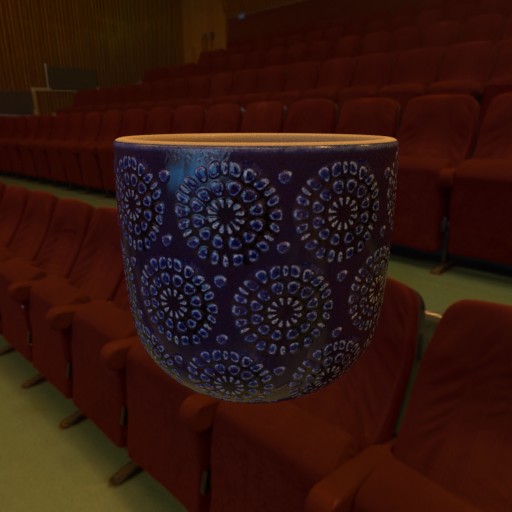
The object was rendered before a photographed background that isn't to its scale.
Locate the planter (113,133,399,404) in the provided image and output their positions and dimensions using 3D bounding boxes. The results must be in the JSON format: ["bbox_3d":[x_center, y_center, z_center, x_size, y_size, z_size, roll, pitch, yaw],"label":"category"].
[{"bbox_3d":[0.000,0.000,0.286,0.165,0.149,0.165,0,17,0],"label":"planter"}]
